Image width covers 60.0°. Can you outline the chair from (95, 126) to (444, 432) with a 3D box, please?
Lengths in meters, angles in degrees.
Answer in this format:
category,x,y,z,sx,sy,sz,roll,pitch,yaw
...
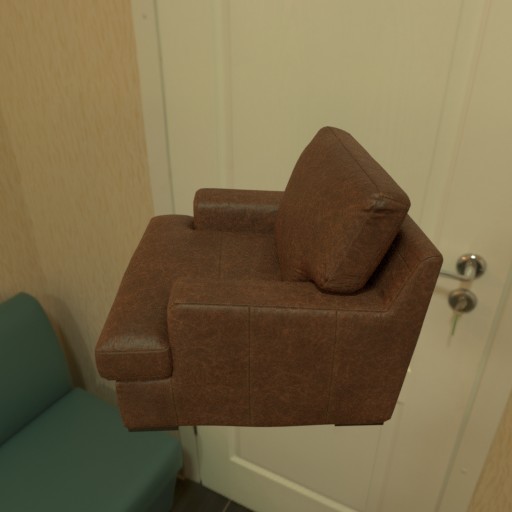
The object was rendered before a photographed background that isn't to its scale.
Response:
category,x,y,z,sx,sy,sz,roll,pitch,yaw
chair,0.000,0.000,1.956,1.143,0.939,1.168,-1,28,-2
